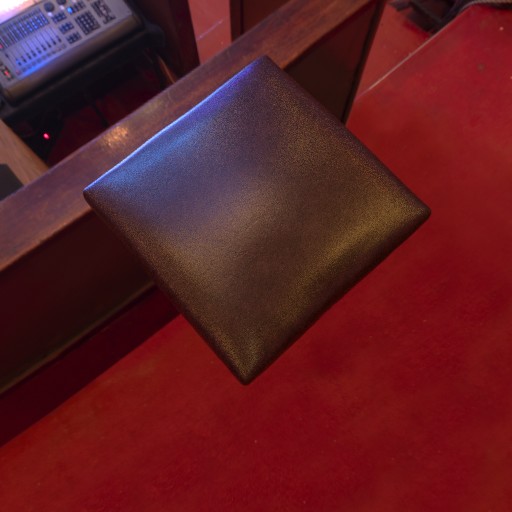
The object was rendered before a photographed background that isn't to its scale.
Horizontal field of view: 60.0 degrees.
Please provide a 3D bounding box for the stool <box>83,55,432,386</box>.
[{"bbox_3d":[0.000,0.000,0.956,0.382,0.702,0.383,-41,78,-10],"label":"stool"}]
